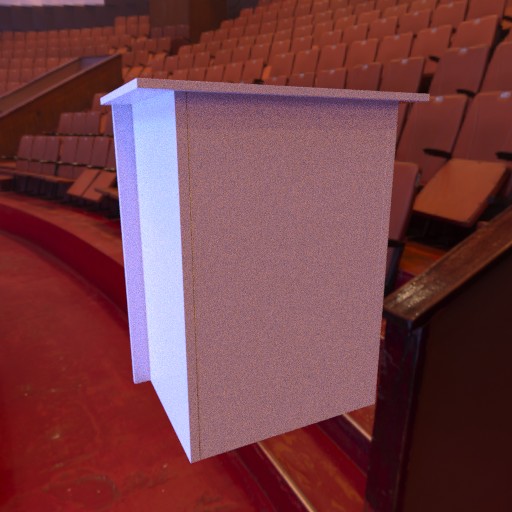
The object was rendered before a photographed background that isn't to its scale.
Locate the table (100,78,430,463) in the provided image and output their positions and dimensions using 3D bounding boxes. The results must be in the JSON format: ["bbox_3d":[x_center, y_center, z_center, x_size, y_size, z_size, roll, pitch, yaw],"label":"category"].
[{"bbox_3d":[0.000,0.000,1.047,0.589,0.711,0.406,-7,17,-25],"label":"table"}]
